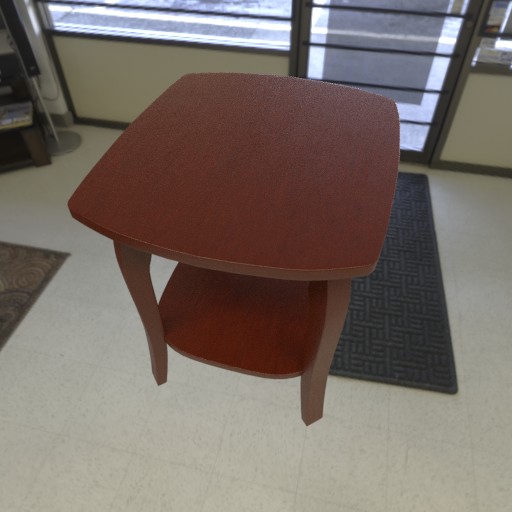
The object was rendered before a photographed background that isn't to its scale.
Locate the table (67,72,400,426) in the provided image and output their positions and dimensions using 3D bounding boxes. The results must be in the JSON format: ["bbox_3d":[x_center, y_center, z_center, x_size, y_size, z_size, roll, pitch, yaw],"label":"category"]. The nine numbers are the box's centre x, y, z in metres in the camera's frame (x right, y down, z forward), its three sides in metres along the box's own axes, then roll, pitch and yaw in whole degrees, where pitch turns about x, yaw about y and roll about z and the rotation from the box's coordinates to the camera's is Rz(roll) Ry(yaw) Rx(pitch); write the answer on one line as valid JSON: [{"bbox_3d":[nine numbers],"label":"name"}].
[{"bbox_3d":[0.000,0.000,0.864,0.433,0.496,0.502,12,47,11],"label":"table"}]
